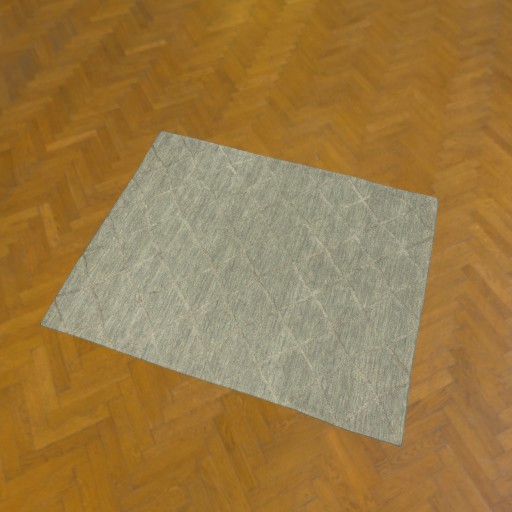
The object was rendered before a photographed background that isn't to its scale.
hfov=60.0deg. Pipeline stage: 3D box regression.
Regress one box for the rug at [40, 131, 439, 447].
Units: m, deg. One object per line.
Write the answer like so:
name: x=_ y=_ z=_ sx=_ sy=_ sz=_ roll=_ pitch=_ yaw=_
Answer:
rug: x=0.000 y=0.000 z=4.053 sx=3.048 sy=0.013 sz=2.438 roll=16 pitch=60 yaw=9
